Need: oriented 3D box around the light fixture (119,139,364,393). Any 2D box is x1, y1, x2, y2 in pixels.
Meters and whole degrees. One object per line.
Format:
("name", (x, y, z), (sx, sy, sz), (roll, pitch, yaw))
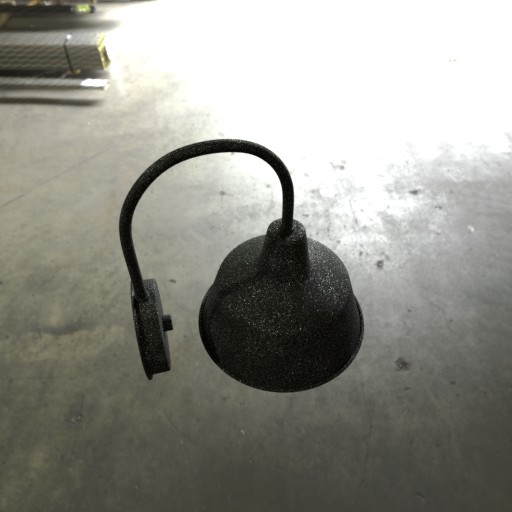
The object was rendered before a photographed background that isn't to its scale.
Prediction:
("light fixture", (0.000, 0.000, 0.489), (0.283, 0.300, 0.216), (-10, 47, -10))
